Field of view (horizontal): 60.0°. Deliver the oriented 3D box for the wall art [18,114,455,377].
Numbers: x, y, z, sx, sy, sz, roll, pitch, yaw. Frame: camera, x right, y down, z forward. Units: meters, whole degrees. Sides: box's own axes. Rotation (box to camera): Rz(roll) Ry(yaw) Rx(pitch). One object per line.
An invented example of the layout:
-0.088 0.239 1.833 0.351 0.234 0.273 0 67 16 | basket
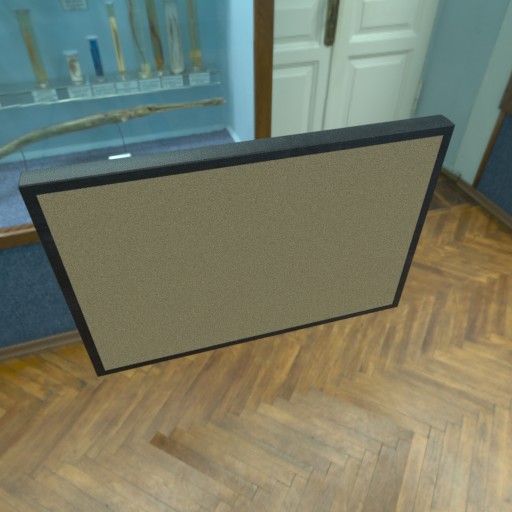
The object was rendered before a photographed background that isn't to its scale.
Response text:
0.000 0.000 0.746 0.610 0.409 0.038 -11 43 -12 | wall art
